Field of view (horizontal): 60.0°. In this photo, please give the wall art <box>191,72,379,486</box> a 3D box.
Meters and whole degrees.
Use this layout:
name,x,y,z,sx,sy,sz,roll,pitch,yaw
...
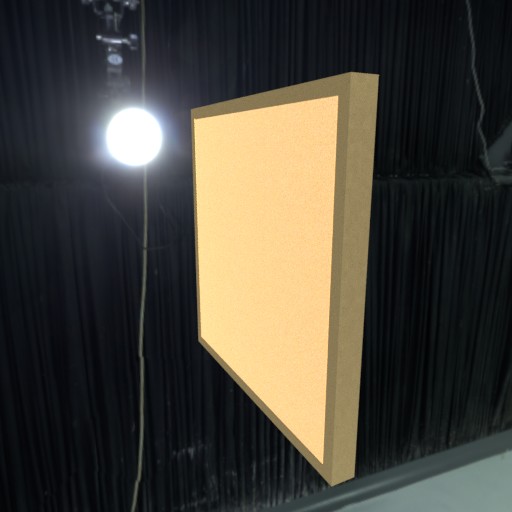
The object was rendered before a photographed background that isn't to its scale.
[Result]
name,x,y,z,sx,sy,sz,roll,pitch,yaw
wall art,0.000,0.000,1.894,0.095,1.284,1.284,-7,15,-26
